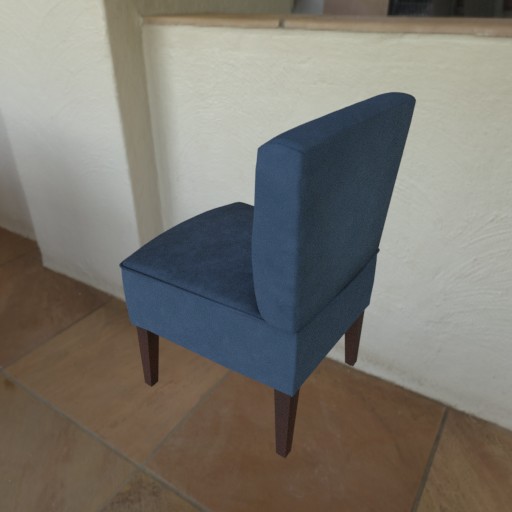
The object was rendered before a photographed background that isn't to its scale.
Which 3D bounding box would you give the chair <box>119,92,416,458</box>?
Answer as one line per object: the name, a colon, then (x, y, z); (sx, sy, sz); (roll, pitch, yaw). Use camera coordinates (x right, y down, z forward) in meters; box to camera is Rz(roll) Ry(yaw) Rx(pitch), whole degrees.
chair: (0.000, 0.000, 1.153); (0.551, 0.806, 0.521); (20, 35, 30)
